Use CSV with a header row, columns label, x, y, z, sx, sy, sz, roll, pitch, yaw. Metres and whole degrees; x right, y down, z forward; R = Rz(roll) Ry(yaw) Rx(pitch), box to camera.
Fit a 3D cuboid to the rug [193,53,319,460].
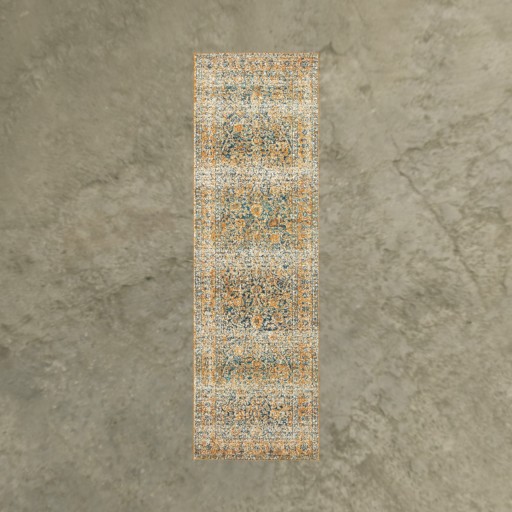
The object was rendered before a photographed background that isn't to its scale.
label,x,y,z,sx,sy,sz,roll,pitch,yaw
rug,0.000,0.000,2.493,0.704,0.014,2.294,0,90,1
